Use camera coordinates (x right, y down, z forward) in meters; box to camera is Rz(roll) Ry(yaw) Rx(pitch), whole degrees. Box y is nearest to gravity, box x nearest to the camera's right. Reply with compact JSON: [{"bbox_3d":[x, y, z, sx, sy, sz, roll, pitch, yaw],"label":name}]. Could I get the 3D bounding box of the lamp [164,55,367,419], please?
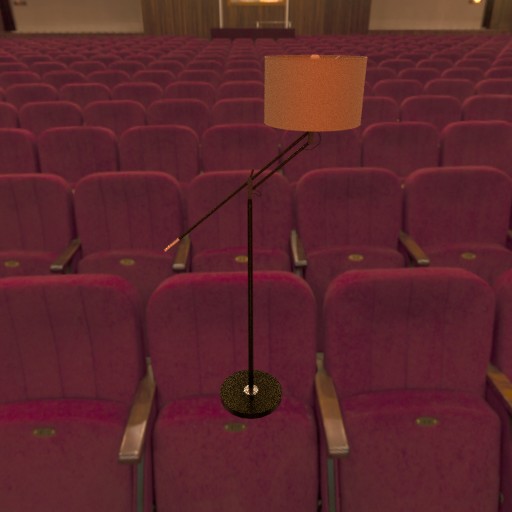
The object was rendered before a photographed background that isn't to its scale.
[{"bbox_3d":[0.000,0.000,1.979,0.809,1.635,0.373,-1,26,-1],"label":"lamp"}]
